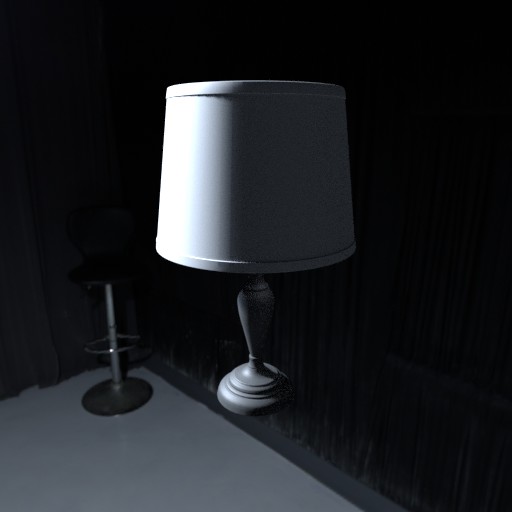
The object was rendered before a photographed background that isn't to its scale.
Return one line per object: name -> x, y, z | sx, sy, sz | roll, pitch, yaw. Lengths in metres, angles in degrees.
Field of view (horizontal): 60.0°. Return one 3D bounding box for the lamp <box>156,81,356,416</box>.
lamp -> 0.000, 0.000, 0.711 | 0.310, 0.501, 0.310 | 0, 16, 0
